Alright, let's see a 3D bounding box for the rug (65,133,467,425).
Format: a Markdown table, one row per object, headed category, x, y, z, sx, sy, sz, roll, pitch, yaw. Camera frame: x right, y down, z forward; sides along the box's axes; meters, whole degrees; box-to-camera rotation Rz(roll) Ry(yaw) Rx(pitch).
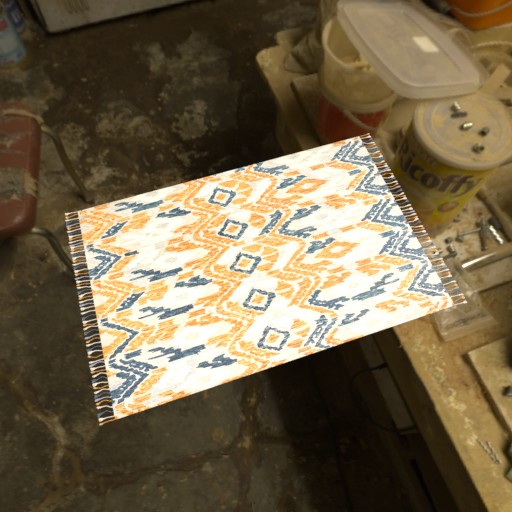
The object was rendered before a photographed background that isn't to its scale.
| category | x | y | z | sx | sy | sz | roll | pitch | yaw |
| --- | --- | --- | --- | --- | --- | --- | --- | --- | --- |
| rug | 0.000 | 0.000 | 3.065 | 2.428 | 0.010 | 1.533 | -17 | 65 | -8 |
